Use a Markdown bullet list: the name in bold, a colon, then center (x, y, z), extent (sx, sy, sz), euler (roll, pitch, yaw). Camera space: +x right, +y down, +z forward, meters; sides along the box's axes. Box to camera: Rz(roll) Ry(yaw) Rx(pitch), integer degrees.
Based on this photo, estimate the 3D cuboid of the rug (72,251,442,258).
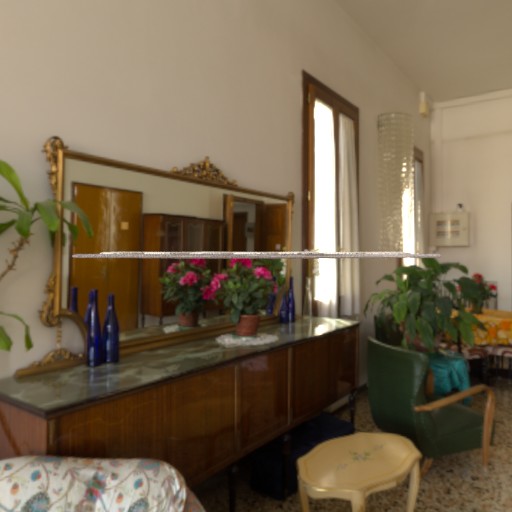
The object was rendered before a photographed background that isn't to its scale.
- **rug**: center (0.000, 0.000, 2.965), extent (1.513, 0.033, 2.333), euler (0, 0, 0)
